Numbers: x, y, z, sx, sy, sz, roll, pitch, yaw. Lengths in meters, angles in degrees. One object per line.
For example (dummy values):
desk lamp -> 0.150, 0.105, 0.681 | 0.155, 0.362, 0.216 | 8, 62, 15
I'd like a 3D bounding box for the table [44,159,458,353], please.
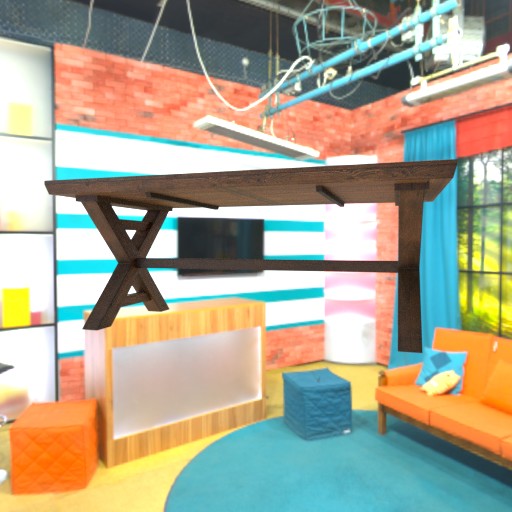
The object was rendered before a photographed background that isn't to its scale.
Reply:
table -> 0.000, 0.000, 2.523 | 1.966, 0.793, 1.071 | 1, 2, 18
